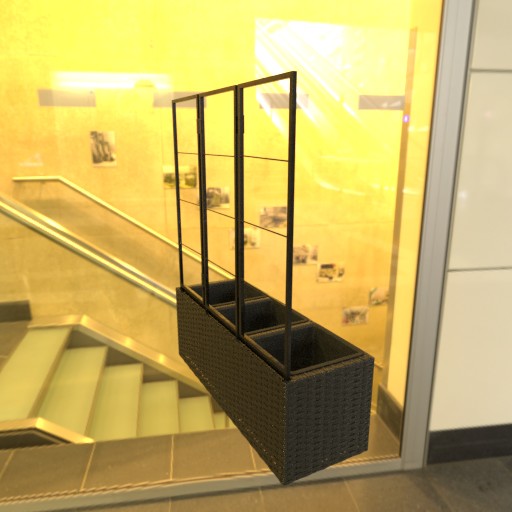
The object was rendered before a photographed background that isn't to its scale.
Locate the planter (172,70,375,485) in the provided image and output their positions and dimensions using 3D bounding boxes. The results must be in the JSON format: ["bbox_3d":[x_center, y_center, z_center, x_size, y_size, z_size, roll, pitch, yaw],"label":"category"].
[{"bbox_3d":[0.000,0.000,1.204,0.244,0.841,0.698,-8,17,-27],"label":"planter"}]
